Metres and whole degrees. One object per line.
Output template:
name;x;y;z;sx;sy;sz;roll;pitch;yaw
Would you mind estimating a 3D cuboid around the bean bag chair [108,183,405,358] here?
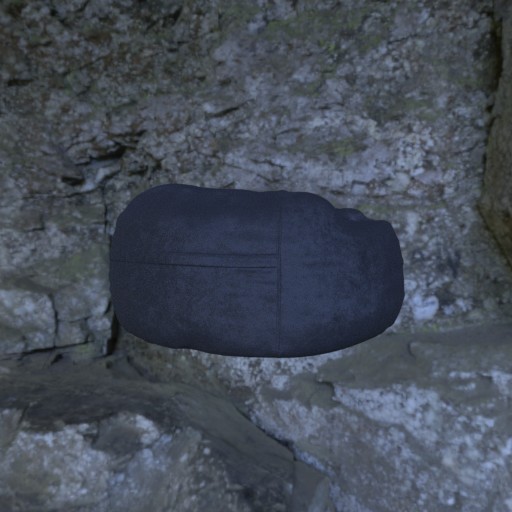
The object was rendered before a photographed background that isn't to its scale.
bean bag chair;0.000;0.000;2.399;1.525;0.751;1.525;0;3;0
